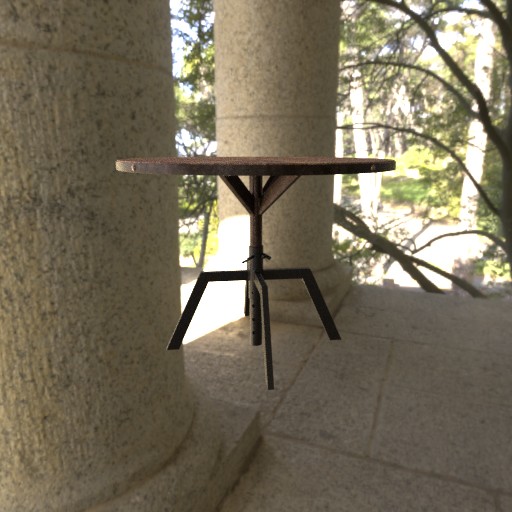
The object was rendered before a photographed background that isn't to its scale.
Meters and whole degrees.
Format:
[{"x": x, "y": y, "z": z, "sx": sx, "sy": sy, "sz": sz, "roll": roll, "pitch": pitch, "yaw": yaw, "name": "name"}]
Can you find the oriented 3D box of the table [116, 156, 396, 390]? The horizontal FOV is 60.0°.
[{"x": 0.000, "y": 0.000, "z": 1.539, "sx": 0.885, "sy": 0.658, "sz": 0.885, "roll": 0, "pitch": 14, "yaw": 0, "name": "table"}]
